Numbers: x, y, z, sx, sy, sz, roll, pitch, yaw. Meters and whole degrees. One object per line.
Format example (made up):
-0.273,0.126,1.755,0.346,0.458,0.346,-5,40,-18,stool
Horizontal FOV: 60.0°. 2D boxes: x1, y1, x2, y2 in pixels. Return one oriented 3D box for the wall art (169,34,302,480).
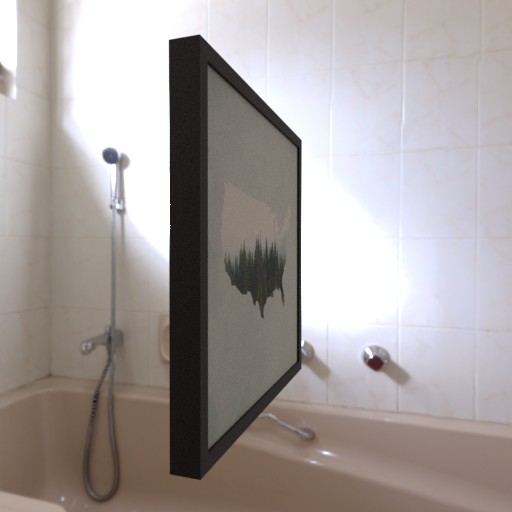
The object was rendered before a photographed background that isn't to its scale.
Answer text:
0.000,0.000,0.753,0.040,0.509,0.509,0,1,19,wall art
